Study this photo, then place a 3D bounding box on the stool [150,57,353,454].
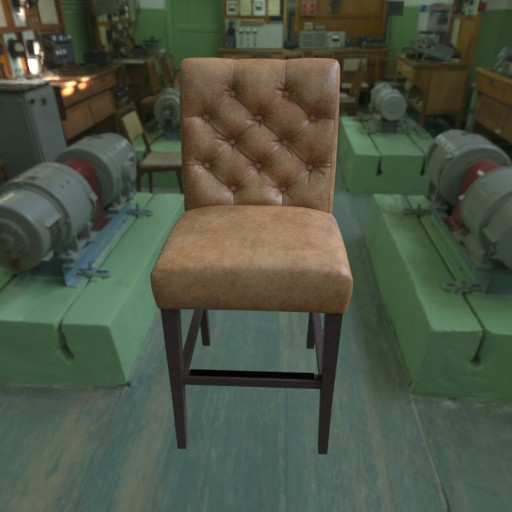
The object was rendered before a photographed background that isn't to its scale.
[{"bbox_3d":[0.000,0.000,1.334,0.493,1.047,0.601,1,30,2],"label":"stool"}]
